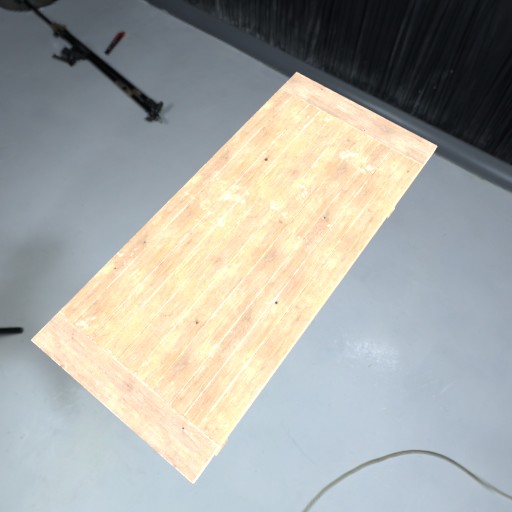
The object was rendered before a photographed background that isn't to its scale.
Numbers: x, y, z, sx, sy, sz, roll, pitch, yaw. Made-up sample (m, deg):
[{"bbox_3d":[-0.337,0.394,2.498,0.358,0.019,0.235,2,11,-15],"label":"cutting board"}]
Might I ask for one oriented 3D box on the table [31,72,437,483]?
[{"bbox_3d":[0.000,0.000,2.125,0.820,0.465,1.800,34,69,15],"label":"table"}]
